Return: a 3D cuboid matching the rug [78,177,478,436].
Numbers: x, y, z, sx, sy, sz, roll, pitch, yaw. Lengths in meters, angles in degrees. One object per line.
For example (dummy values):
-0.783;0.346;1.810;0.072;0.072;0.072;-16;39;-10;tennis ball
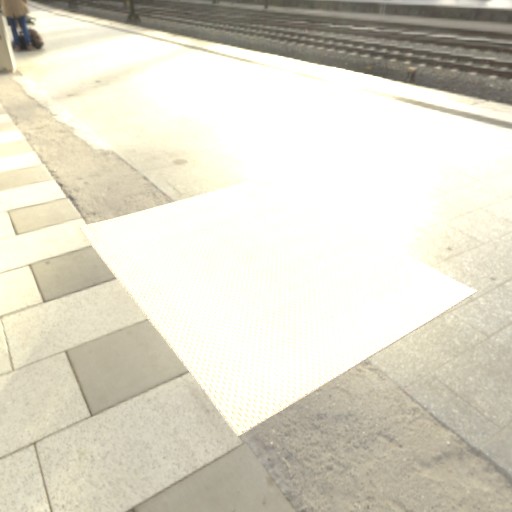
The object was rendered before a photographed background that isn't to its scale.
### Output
0.000;0.000;3.954;2.277;0.035;2.897;-21;38;-29;rug
